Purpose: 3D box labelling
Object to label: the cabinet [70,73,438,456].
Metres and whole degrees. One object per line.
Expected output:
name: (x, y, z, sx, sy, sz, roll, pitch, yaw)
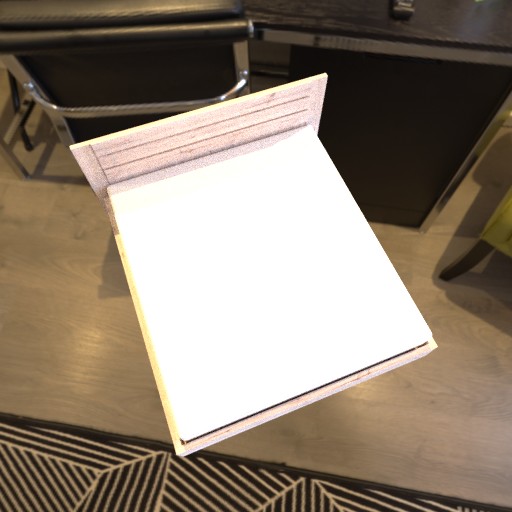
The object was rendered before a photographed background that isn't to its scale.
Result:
cabinet: (0.000, 0.000, 3.203, 1.950, 0.970, 2.080, -19, 65, -9)
